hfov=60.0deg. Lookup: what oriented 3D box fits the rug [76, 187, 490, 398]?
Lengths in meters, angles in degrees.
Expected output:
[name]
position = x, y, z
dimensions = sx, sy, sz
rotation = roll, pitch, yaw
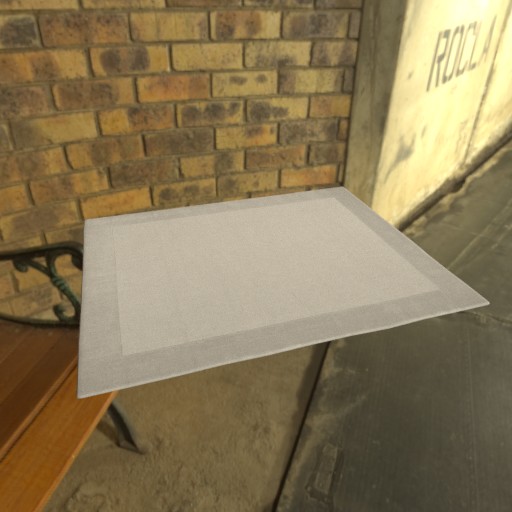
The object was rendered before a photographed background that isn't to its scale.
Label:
[rug]
position = 0.000, 0.000, 3.963
dimensions = 2.976, 0.018, 2.430
rotation = -9, 32, -15
